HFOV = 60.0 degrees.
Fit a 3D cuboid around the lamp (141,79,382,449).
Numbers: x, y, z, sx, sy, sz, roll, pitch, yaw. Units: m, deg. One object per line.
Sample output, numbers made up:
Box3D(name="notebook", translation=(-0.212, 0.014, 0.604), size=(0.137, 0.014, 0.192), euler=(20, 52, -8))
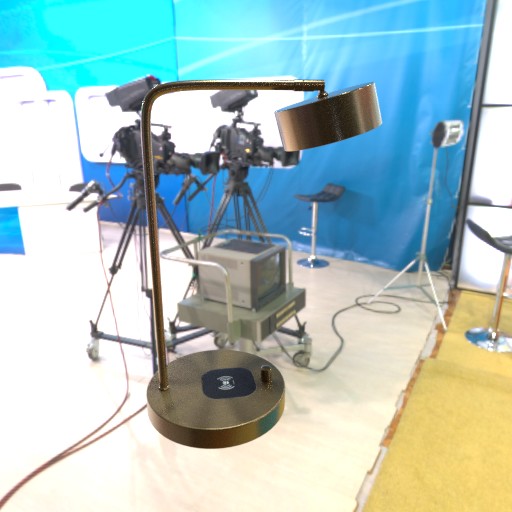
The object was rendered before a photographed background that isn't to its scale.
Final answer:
Box3D(name="lamp", translation=(0.000, 0.000, 0.510), size=(0.270, 0.380, 0.171), euler=(-3, 18, -9))
